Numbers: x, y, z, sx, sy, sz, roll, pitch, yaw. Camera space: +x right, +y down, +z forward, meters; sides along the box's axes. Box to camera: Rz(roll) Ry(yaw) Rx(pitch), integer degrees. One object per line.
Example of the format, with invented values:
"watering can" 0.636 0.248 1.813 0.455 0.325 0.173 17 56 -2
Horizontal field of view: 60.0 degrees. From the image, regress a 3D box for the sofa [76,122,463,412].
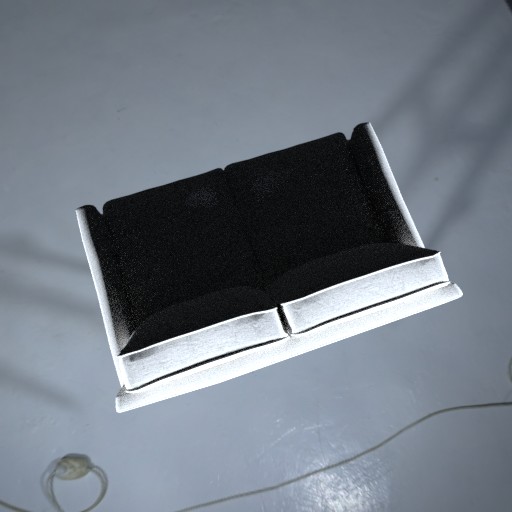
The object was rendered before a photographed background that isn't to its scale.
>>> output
"sofa" 0.000 0.000 2.273 1.597 1.003 1.084 -18 76 -5
